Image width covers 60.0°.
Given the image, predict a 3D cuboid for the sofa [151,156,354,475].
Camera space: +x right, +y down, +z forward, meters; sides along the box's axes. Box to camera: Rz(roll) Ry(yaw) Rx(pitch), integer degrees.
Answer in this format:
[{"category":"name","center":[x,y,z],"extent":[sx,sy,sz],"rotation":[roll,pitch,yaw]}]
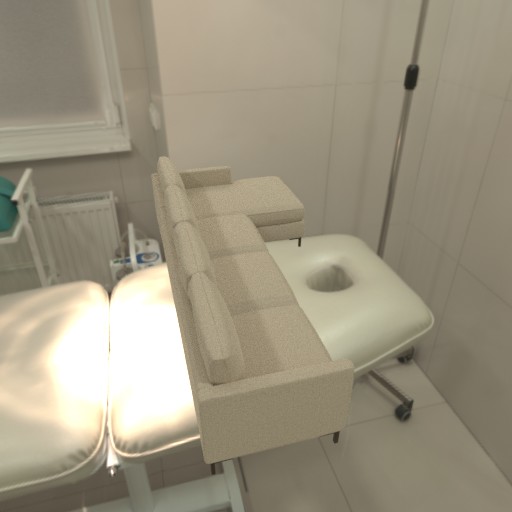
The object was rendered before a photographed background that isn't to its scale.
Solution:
[{"category":"sofa","center":[0.000,0.000,3.205],"extent":[1.258,0.755,2.731],"rotation":[-8,33,-13]}]
